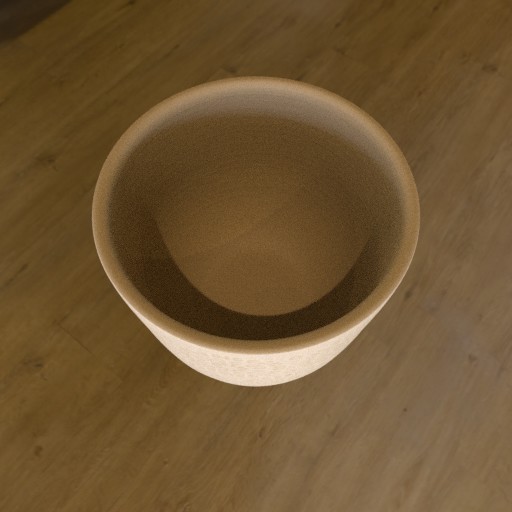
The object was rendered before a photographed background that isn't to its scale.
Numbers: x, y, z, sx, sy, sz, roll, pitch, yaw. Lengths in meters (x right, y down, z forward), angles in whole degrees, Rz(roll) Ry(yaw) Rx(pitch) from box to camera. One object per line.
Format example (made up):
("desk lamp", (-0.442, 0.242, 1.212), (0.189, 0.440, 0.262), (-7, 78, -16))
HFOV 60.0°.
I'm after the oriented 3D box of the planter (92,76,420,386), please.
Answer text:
("planter", (0.000, 0.000, 0.299), (0.170, 0.152, 0.170), (0, 64, 0))
